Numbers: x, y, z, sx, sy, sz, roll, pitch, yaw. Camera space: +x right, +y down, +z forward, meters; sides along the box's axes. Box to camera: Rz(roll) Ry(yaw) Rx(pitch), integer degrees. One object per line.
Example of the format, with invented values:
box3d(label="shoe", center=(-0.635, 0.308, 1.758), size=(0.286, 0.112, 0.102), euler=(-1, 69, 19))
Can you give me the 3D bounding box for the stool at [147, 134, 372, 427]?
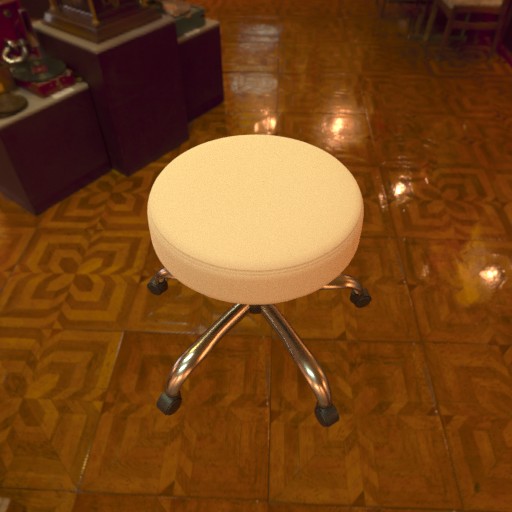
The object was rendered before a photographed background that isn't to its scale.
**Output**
box3d(label="stool", center=(0.000, 0.000, 1.049), size=(0.634, 0.482, 0.614), euler=(3, 47, 3))
